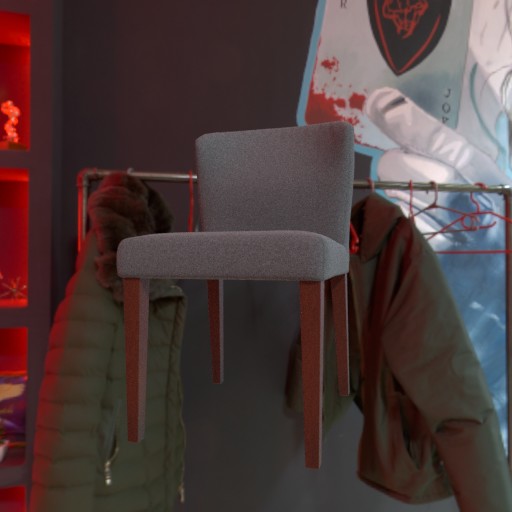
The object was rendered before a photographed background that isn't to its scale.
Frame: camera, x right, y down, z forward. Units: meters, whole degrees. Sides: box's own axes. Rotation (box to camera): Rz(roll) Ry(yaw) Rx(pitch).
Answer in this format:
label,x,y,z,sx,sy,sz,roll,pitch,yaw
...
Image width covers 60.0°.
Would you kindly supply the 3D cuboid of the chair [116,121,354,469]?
label,x,y,z,sx,sy,sz,roll,pitch,yaw
chair,0.000,0.000,1.191,0.491,0.839,0.592,0,0,18
